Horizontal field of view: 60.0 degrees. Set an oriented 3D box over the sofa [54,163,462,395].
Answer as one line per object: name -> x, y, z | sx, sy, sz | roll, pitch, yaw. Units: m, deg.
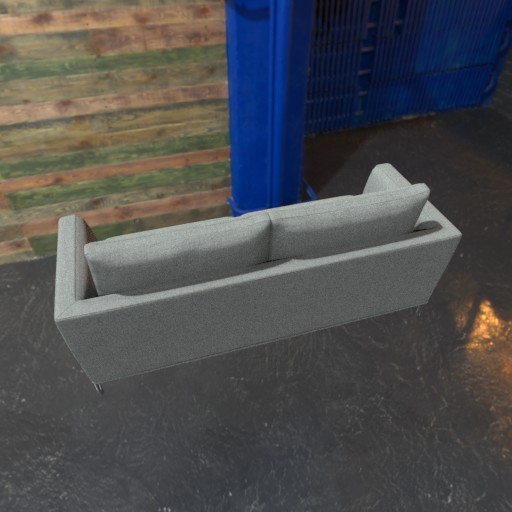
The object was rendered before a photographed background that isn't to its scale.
sofa -> 0.000, 0.000, 2.744 | 2.212, 1.002, 0.869 | -11, 43, -12
